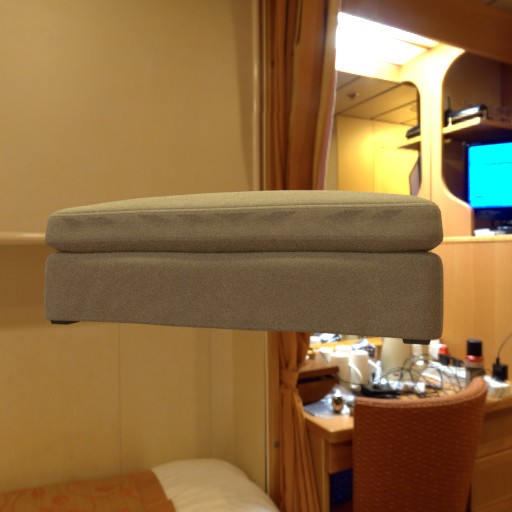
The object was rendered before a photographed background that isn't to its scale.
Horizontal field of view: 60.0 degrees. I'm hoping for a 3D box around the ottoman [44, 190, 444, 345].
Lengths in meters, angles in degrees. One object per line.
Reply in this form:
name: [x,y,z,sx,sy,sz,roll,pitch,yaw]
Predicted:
ottoman: [0.000,0.000,1.614,1.199,0.429,0.840,0,0,17]
